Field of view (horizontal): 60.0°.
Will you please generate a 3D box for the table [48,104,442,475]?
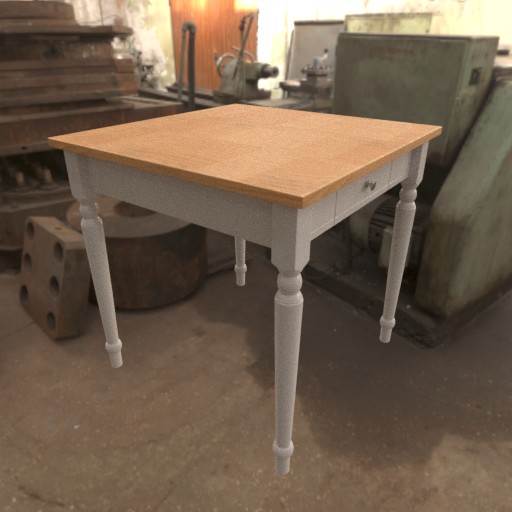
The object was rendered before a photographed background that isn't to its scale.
[{"bbox_3d":[0.000,0.000,1.342,0.747,0.738,0.747,19,32,32],"label":"table"}]
